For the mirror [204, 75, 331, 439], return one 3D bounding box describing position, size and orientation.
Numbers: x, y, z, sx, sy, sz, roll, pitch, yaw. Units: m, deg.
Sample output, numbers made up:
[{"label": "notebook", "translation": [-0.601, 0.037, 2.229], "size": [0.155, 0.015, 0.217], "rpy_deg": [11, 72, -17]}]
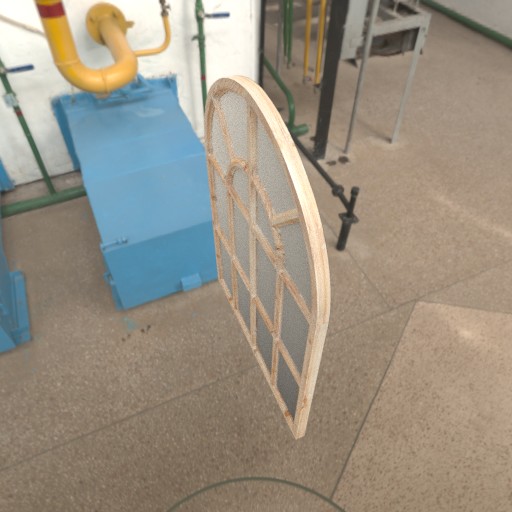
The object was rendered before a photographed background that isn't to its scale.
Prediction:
[{"label": "mirror", "translation": [0.000, 0.000, 1.167], "size": [0.032, 0.920, 0.660], "rpy_deg": [-18, 50, -15]}]
